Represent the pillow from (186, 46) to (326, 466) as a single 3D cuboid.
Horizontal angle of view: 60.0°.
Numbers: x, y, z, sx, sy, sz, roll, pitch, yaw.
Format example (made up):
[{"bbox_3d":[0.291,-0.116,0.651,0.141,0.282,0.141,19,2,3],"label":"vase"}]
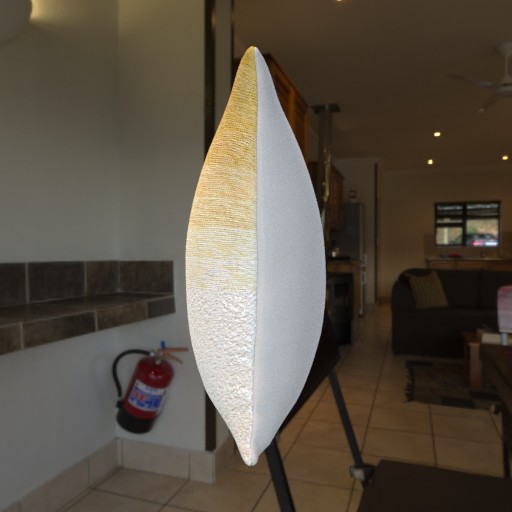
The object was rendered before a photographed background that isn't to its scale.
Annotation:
[{"bbox_3d":[0.000,0.000,0.687,0.211,0.450,0.450,0,0,0],"label":"pillow"}]
